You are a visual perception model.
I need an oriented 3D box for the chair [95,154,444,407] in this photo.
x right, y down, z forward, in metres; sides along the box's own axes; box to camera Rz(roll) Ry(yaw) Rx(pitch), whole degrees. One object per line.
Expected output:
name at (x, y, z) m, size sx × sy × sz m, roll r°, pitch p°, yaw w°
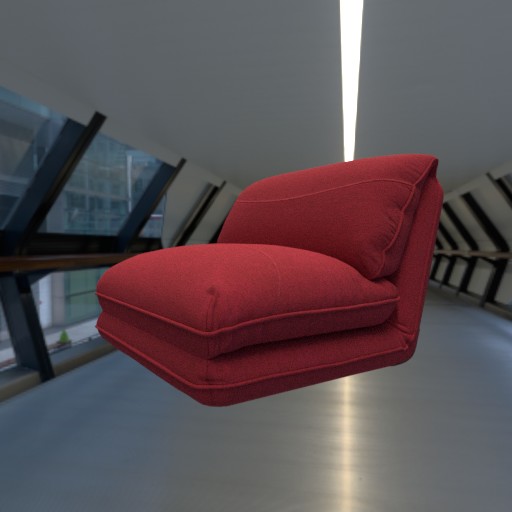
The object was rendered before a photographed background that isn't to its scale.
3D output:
chair at (0.000, 0.000, 1.345) m, size 0.780 × 0.580 × 0.820 m, roll -1°, pitch 2°, yaw -34°
